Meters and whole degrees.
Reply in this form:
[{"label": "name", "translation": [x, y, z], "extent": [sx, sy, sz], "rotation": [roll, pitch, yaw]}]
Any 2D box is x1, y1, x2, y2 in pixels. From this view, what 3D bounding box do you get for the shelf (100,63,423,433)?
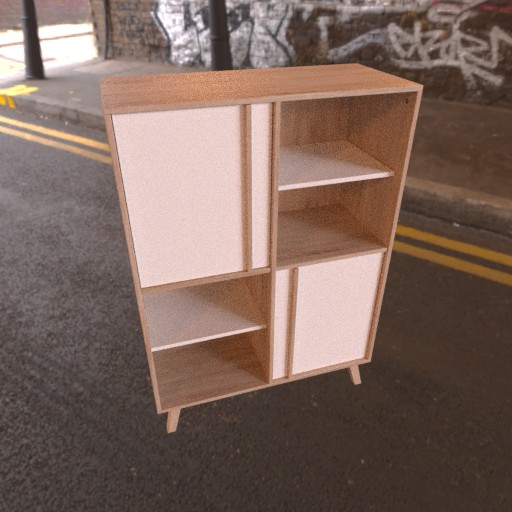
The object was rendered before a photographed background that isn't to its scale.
[{"label": "shelf", "translation": [0.000, 0.000, 1.862], "extent": [1.000, 1.390, 0.450], "rotation": [-9, 33, -15]}]
